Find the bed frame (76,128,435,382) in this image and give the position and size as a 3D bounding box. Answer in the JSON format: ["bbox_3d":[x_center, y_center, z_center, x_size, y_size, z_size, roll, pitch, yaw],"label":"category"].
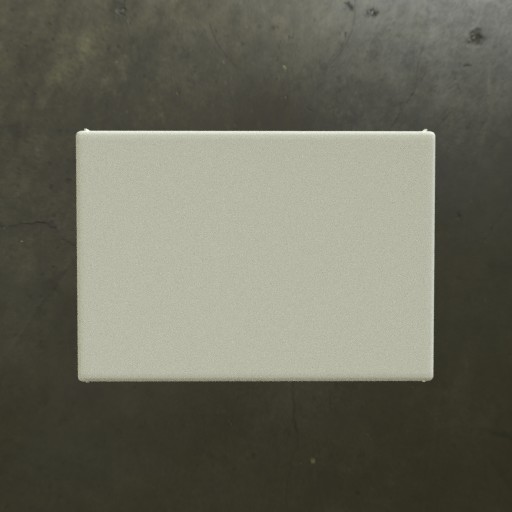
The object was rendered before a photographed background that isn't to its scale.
[{"bbox_3d":[0.000,0.000,2.598,1.945,0.497,1.445,0,91,0],"label":"bed frame"}]
